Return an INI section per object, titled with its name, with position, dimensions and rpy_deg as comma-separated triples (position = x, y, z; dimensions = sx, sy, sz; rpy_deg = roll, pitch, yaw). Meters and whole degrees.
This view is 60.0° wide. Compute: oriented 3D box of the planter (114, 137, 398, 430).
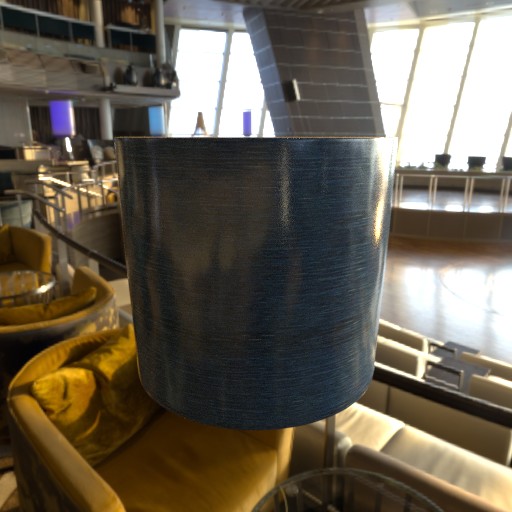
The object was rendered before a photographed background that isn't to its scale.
[planter]
position = 0.000, 0.000, 0.388
dimensions = 0.221, 0.201, 0.221
rpy_deg = 0, 15, 0
